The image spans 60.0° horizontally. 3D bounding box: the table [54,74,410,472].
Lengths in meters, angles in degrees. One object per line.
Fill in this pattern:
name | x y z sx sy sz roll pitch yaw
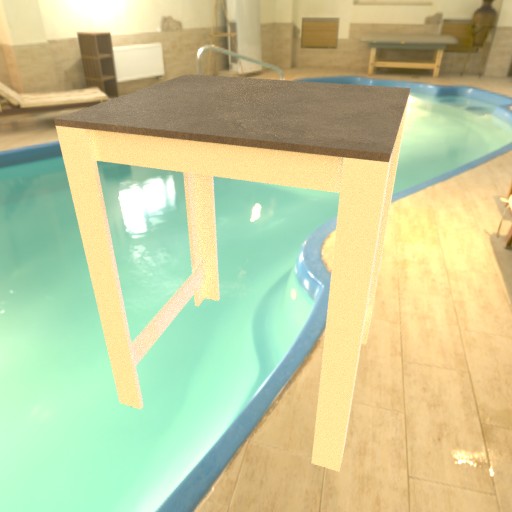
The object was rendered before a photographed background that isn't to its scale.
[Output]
table | 0.000 0.000 1.515 0.800 1.020 0.700 10 33 17
